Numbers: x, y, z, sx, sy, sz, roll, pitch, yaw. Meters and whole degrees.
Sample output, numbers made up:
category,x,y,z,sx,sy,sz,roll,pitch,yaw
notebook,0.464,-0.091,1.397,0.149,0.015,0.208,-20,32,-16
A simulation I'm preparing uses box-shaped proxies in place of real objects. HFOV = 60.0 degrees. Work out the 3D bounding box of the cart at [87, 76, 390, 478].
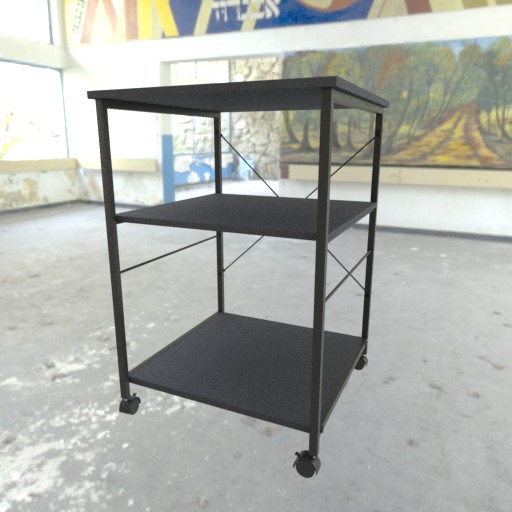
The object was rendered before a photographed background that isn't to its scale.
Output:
category,x,y,z,sx,sy,sz,roll,pitch,yaw
cart,0.000,0.000,1.122,0.521,0.762,0.520,7,16,24
